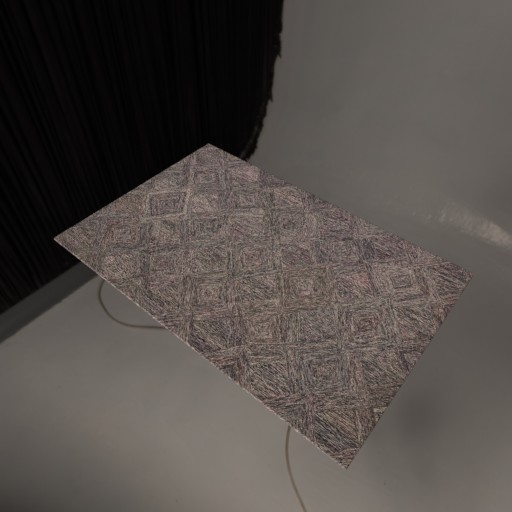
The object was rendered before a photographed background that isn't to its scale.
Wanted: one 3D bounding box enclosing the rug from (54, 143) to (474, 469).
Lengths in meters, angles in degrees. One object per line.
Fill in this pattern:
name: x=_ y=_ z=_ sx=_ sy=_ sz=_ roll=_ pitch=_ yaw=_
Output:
rug: x=0.000 y=0.000 z=2.876 sx=2.298 sy=0.017 sz=1.501 roll=31 pitch=54 yaw=26
